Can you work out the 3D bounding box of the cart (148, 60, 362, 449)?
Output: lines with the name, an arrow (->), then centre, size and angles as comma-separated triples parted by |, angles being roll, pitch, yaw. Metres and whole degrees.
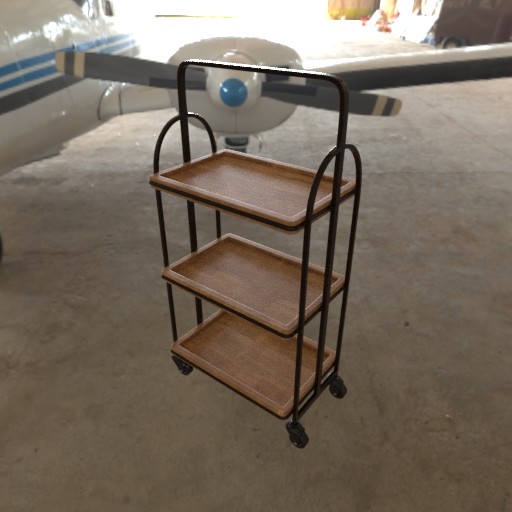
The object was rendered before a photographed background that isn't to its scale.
cart -> 0.000, 0.000, 1.265 | 0.553, 1.001, 0.327 | 21, 36, 32
